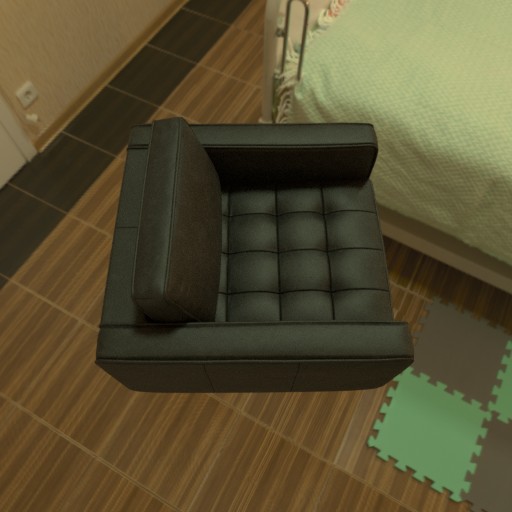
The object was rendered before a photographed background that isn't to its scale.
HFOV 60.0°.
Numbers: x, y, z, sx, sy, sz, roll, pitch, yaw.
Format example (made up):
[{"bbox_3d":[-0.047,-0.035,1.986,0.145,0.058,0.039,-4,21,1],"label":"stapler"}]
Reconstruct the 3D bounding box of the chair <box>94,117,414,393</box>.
[{"bbox_3d":[0.000,0.000,1.589,0.914,0.763,0.889,-1,63,0],"label":"chair"}]
